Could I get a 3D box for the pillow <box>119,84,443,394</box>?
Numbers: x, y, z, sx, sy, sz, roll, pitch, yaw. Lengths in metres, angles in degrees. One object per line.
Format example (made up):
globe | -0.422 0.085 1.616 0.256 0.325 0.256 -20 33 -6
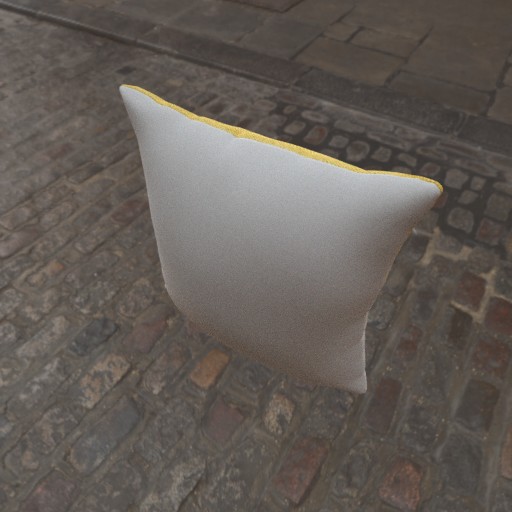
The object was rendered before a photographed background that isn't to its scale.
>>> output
pillow | 0.000 0.000 0.694 0.450 0.450 0.211 24 51 21
